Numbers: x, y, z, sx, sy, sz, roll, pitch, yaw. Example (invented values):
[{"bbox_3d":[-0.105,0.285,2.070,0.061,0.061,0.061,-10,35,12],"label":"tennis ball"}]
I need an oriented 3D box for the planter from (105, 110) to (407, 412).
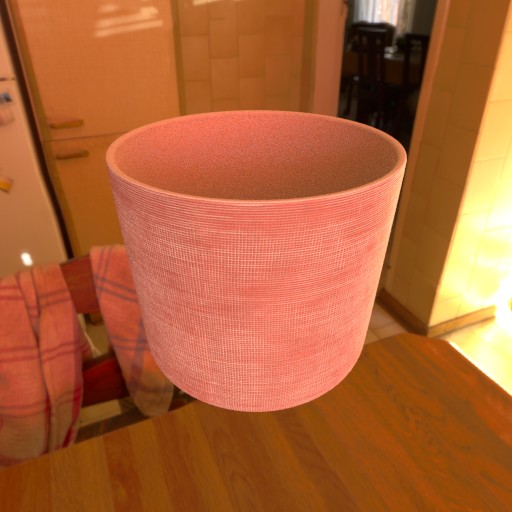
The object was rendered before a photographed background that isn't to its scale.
[{"bbox_3d":[0.000,0.000,0.774,0.440,0.398,0.440,0,31,0],"label":"planter"}]
